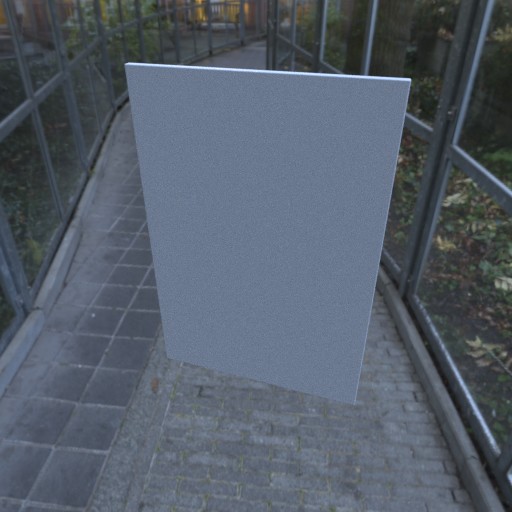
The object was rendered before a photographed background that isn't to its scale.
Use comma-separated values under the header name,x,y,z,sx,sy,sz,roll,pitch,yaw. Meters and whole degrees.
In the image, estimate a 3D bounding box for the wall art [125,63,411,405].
name,x,y,z,sx,sy,sz,roll,pitch,yaw
wall art,0.000,0.000,0.617,0.329,0.482,0.011,10,33,16
